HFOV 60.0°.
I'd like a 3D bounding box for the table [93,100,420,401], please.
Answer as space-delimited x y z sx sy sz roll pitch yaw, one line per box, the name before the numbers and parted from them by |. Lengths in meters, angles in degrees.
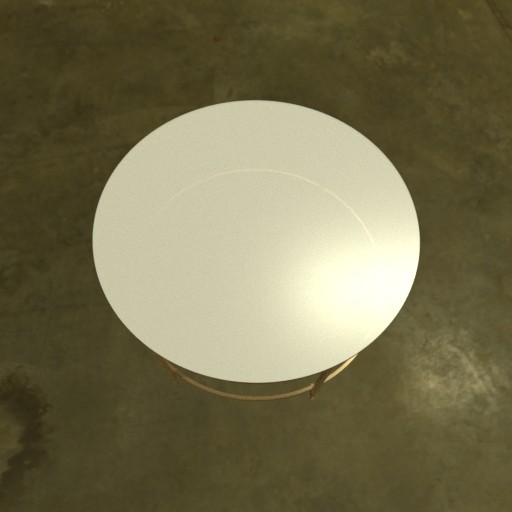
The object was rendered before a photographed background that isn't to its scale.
table | 0.000 0.000 1.462 0.914 0.470 0.914 0 63 0
